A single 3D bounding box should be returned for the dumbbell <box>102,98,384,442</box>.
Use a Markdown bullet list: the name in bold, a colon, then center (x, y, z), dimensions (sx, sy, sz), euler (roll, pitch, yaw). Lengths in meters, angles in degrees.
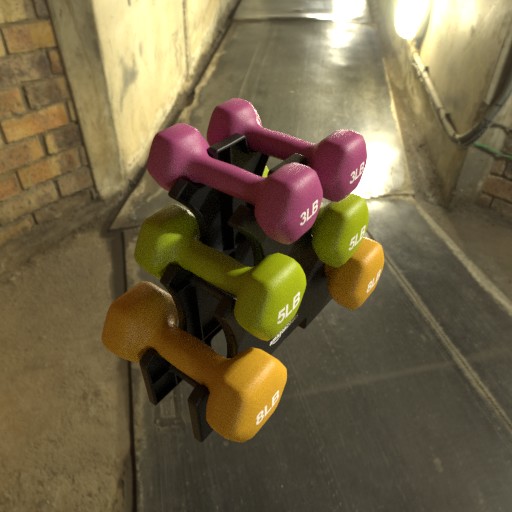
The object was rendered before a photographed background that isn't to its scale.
- **dumbbell**: center (0.000, 0.000, 0.466), dimensions (0.190, 0.271, 0.300), euler (27, 47, 28)
